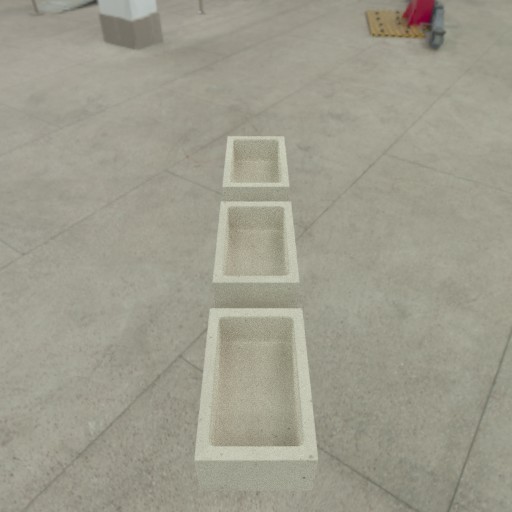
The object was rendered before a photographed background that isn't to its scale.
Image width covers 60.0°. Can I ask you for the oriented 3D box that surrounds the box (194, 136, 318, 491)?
[{"bbox_3d":[0.000,0.000,0.479,0.082,0.051,0.461,0,41,0],"label":"box"}]
